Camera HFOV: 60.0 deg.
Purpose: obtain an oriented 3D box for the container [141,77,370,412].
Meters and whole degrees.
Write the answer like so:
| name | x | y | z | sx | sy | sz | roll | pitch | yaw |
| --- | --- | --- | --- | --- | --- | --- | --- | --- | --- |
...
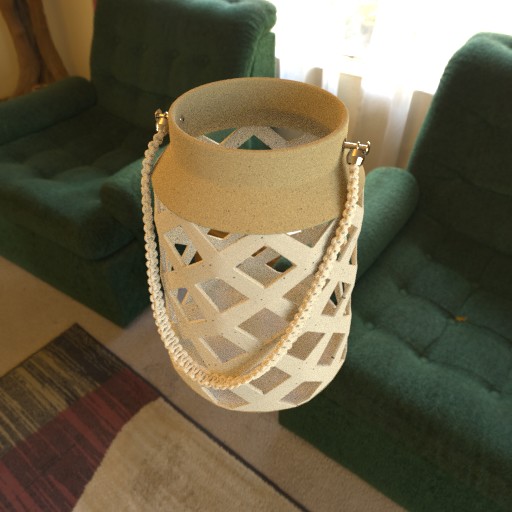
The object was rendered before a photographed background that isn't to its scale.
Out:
| name | x | y | z | sx | sy | sz | roll | pitch | yaw |
| --- | --- | --- | --- | --- | --- | --- | --- | --- | --- |
| container | 0.000 | 0.000 | 0.340 | 0.163 | 0.229 | 0.172 | 13 | 43 | 14 |
